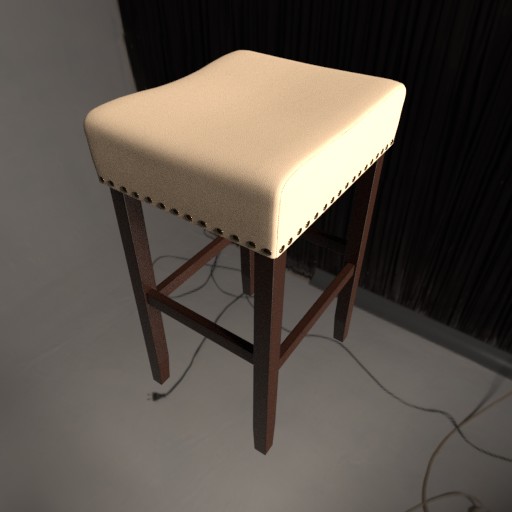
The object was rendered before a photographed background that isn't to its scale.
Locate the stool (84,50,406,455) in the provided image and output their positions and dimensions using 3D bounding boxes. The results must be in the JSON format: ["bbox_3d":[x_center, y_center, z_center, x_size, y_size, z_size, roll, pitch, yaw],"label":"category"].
[{"bbox_3d":[0.000,0.000,1.036,0.401,0.762,0.471,24,46,26],"label":"stool"}]
